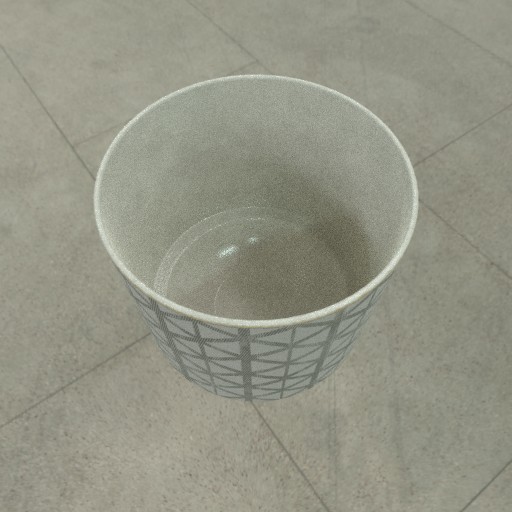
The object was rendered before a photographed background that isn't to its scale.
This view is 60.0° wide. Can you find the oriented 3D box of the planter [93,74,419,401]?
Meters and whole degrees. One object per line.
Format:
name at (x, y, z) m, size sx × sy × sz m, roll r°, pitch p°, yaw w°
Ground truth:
planter at (0.000, 0.000, 0.447) m, size 0.250 × 0.239 × 0.250 m, roll 0°, pitch 59°, yaw 0°
